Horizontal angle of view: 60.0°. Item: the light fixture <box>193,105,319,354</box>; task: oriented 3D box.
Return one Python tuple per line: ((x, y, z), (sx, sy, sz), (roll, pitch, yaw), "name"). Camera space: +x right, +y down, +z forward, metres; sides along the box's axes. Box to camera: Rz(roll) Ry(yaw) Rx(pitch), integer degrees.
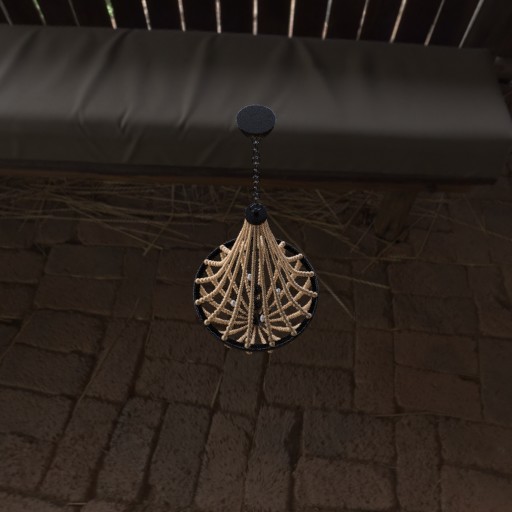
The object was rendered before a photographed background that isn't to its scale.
((0.000, 0.000, 1.372), (0.450, 1.133, 0.450), (0, 61, 0), "light fixture")
